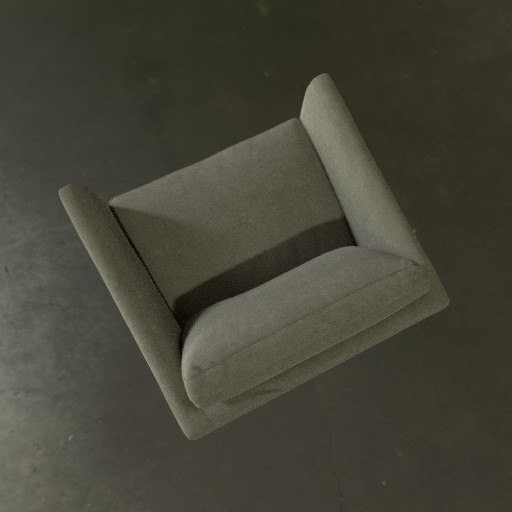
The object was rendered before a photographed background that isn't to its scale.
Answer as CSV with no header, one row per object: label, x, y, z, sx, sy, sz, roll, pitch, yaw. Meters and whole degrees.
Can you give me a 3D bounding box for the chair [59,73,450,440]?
chair,0.000,0.000,1.878,1.190,0.845,1.091,-26,76,-7
